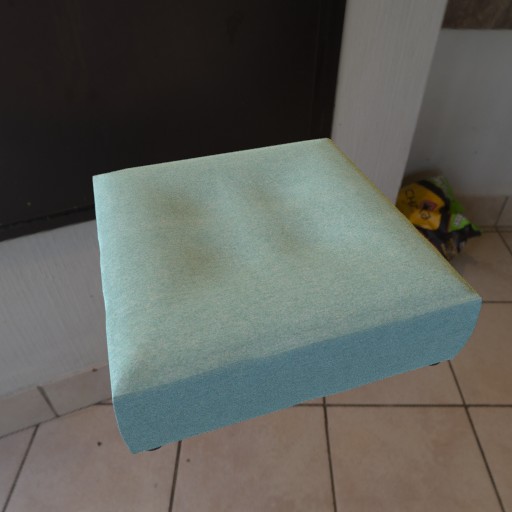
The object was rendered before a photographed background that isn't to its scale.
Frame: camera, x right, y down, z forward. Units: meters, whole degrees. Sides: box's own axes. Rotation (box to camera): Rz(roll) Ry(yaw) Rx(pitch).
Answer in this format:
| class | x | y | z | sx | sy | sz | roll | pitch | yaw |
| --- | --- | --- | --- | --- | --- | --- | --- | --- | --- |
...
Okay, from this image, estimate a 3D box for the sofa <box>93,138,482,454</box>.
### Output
| class | x | y | z | sx | sy | sz | roll | pitch | yaw |
| --- | --- | --- | --- | --- | --- | --- | --- | --- | --- |
| sofa | 0.000 | 0.000 | 1.414 | 0.930 | 0.330 | 0.930 | -12 | 43 | -13 |
